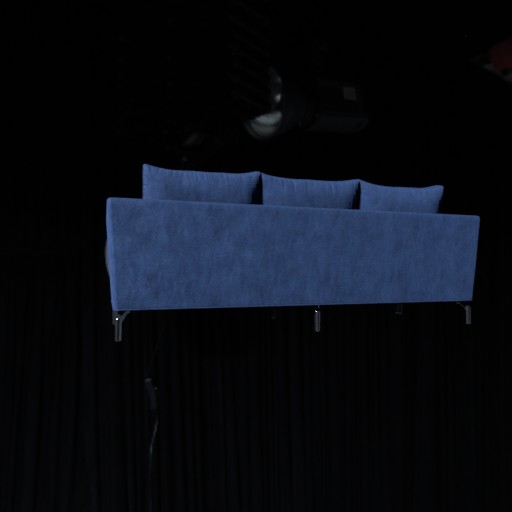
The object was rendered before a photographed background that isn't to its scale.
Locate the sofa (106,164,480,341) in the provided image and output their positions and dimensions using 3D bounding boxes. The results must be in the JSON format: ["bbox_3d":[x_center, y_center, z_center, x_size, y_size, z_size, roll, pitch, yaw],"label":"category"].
[{"bbox_3d":[0.000,0.000,3.836,2.463,0.988,2.472,1,-2,-19],"label":"sofa"}]
